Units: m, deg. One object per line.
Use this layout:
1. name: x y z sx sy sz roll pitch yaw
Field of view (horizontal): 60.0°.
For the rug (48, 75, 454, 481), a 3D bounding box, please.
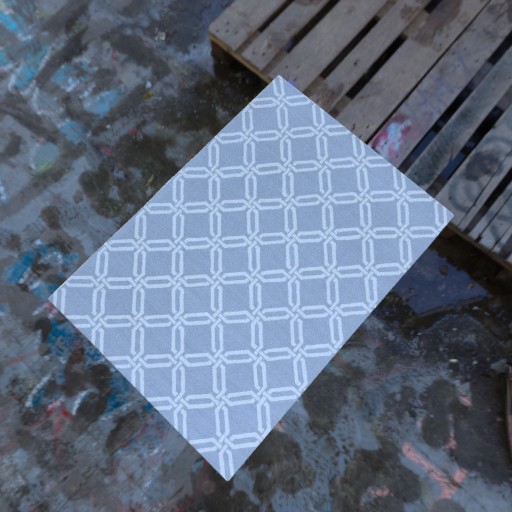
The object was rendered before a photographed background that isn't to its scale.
1. rug: 0.000 0.000 2.784 1.522 0.013 2.133 42 80 9
